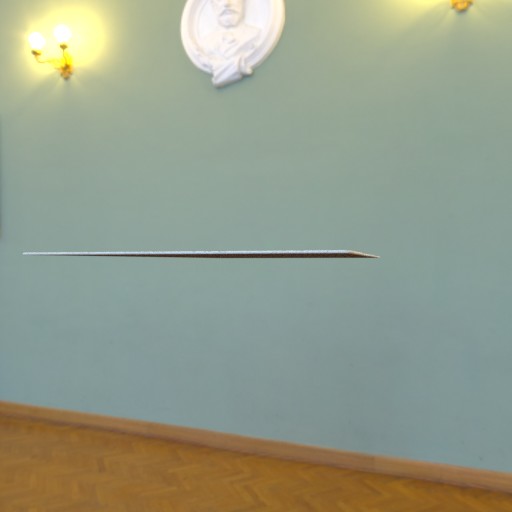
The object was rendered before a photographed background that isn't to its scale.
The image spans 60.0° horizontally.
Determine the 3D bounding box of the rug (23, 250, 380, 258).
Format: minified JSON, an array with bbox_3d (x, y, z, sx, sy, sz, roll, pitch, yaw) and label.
[{"bbox_3d":[0.000,0.000,3.007,1.517,0.011,2.435,0,-1,18],"label":"rug"}]
